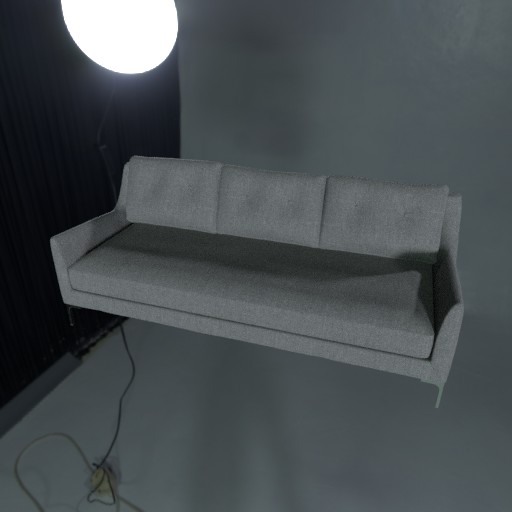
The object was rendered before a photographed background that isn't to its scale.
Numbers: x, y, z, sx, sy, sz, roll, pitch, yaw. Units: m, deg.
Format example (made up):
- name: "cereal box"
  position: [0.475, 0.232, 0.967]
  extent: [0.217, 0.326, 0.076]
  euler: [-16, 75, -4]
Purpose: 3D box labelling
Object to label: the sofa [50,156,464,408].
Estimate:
- name: "sofa"
  position: [0.000, 0.000, 2.450]
  extent: [2.060, 0.837, 0.849]
  euler: [9, 28, 17]
